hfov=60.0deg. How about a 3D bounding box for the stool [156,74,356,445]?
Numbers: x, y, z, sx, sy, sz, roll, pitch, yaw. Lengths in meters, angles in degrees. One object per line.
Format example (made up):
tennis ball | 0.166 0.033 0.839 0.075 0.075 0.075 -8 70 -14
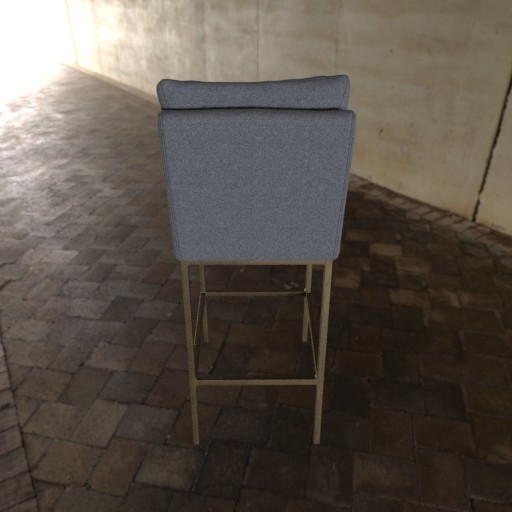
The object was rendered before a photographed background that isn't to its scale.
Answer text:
stool | 0.000 0.000 1.422 0.463 1.130 0.569 0 29 0
